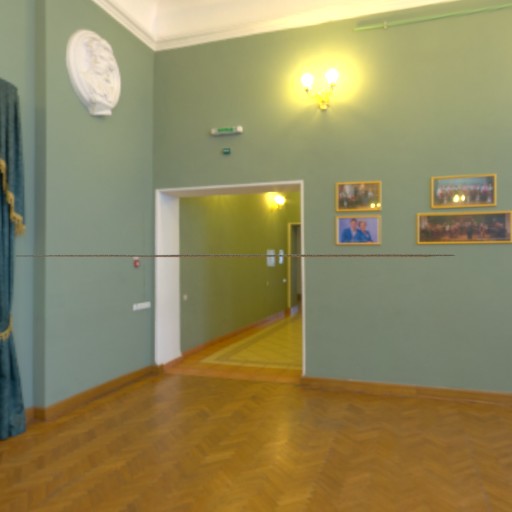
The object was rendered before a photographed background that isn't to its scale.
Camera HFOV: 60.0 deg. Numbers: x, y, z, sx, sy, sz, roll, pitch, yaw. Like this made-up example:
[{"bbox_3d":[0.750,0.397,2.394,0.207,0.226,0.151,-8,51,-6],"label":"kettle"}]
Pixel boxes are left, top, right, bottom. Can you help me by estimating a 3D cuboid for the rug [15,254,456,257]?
[{"bbox_3d":[0.000,0.000,4.012,3.048,0.013,2.438,0,0,17],"label":"rug"}]
